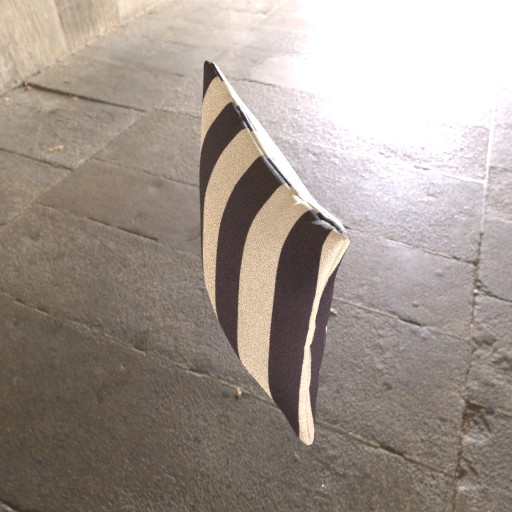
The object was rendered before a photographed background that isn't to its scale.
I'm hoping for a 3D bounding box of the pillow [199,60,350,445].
[{"bbox_3d":[0.000,0.000,0.827,0.189,0.526,0.536,-16,48,-15],"label":"pillow"}]
